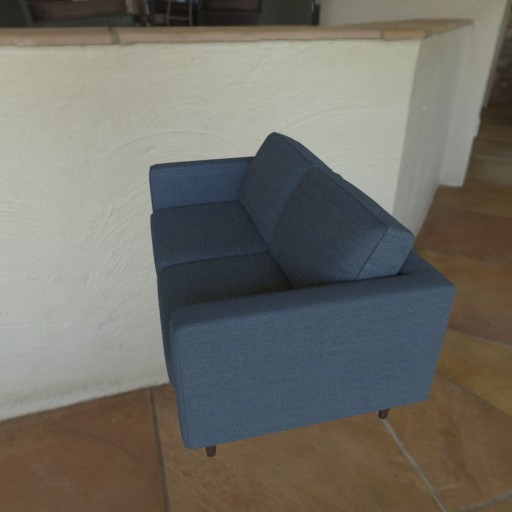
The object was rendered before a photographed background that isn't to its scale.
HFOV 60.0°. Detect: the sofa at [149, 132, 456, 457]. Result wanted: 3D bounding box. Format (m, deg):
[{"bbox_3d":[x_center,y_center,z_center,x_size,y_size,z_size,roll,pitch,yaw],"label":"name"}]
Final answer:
[{"bbox_3d":[0.000,0.000,2.226,0.999,0.907,1.659,-7,30,-12],"label":"sofa"}]
